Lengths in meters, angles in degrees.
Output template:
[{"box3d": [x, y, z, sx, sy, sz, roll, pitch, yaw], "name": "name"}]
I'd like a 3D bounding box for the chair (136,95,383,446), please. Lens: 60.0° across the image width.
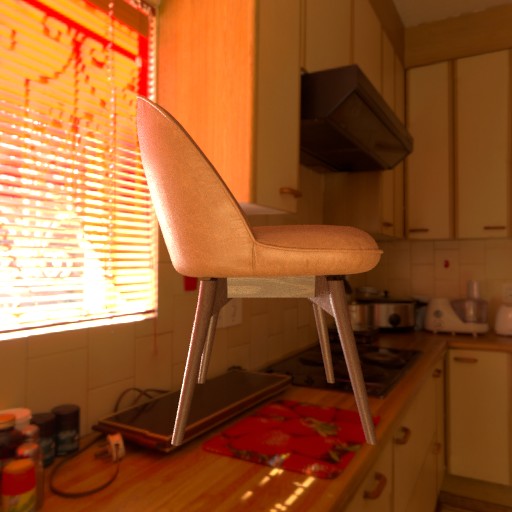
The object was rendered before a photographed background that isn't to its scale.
[{"box3d": [0.000, 0.000, 1.230, 0.631, 0.831, 0.521, 0, -1, -1], "name": "chair"}]
